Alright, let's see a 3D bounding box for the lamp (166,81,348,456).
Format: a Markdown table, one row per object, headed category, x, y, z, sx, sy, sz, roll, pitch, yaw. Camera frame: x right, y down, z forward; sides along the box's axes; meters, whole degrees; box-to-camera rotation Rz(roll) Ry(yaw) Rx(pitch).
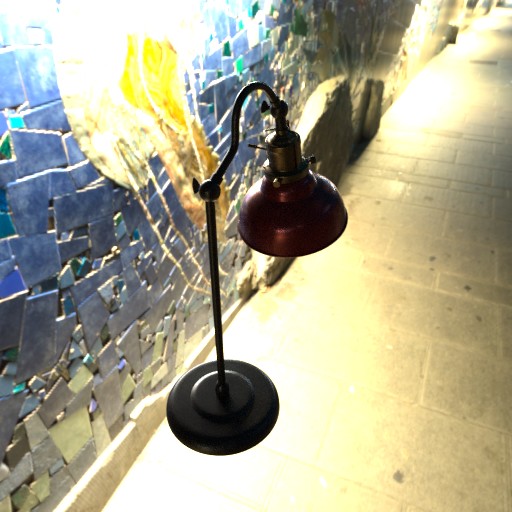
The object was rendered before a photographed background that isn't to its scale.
| category | x | y | z | sx | sy | sz | roll | pitch | yaw |
| --- | --- | --- | --- | --- | --- | --- | --- | --- | --- |
| lamp | 0.000 | 0.000 | 0.682 | 0.192 | 0.508 | 0.374 | 22 | 38 | 31 |
